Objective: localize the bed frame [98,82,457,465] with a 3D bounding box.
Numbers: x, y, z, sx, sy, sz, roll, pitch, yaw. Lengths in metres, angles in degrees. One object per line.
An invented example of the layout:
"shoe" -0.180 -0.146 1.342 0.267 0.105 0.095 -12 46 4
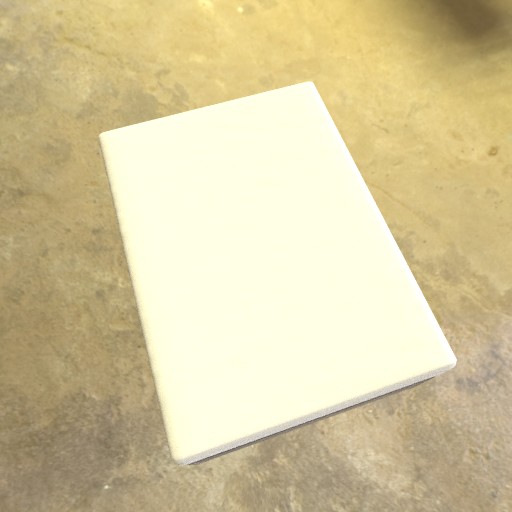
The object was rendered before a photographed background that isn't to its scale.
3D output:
"bed frame" 0.000 0.000 2.586 1.400 0.561 1.900 -17 66 -8
